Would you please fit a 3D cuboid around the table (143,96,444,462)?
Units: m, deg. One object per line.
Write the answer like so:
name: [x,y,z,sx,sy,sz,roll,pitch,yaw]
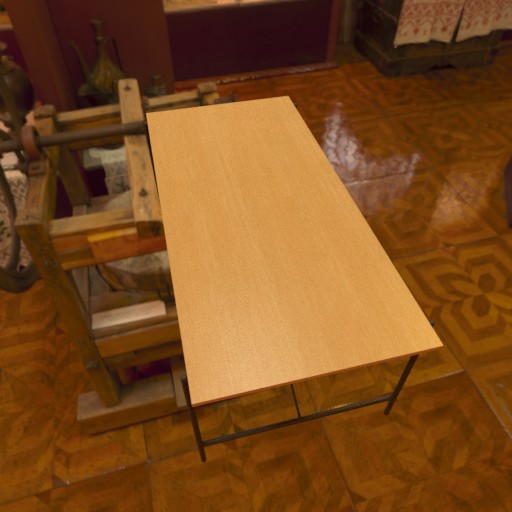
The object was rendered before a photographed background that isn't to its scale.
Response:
table: [0.000,0.000,2.294,0.900,0.758,1.800,-10,48,-10]
